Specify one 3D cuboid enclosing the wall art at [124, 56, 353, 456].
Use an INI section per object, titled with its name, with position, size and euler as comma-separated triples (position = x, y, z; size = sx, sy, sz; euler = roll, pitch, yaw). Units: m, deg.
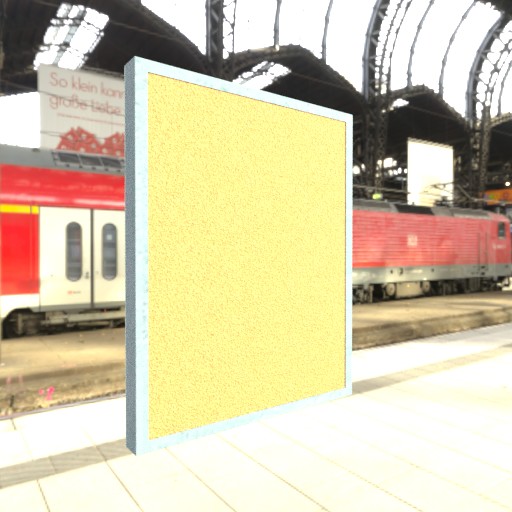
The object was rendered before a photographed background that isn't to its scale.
[wall art]
position = 0.000, 0.000, 0.699
size = 0.409, 0.509, 0.037
euler = 0, 1, -36
